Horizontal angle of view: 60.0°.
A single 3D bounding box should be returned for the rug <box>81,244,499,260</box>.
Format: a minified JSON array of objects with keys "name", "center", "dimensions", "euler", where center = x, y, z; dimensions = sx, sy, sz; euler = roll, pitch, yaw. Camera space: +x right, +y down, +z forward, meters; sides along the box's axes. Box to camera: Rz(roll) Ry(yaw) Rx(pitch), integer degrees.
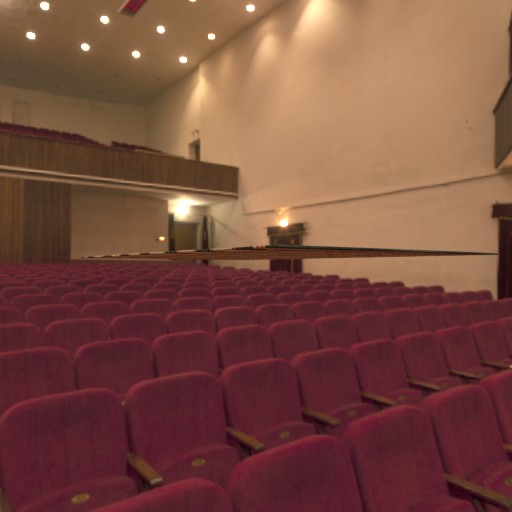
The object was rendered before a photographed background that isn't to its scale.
[{"name":"rug","center":[0.000,0.000,2.250],"dimensions":[1.221,0.009,1.825],"euler":[1,-2,-37]}]
